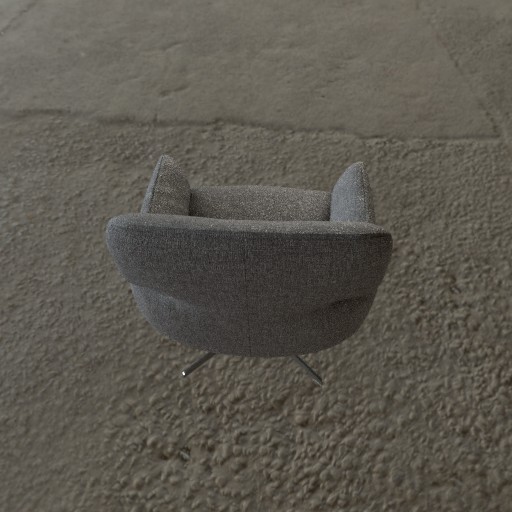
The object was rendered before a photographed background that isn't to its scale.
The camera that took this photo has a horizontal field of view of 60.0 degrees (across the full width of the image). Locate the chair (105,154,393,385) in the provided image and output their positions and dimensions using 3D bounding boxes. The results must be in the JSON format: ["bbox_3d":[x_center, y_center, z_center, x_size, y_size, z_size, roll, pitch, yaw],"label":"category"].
[{"bbox_3d":[0.000,0.000,1.358,0.706,0.812,0.715,3,47,2],"label":"chair"}]
